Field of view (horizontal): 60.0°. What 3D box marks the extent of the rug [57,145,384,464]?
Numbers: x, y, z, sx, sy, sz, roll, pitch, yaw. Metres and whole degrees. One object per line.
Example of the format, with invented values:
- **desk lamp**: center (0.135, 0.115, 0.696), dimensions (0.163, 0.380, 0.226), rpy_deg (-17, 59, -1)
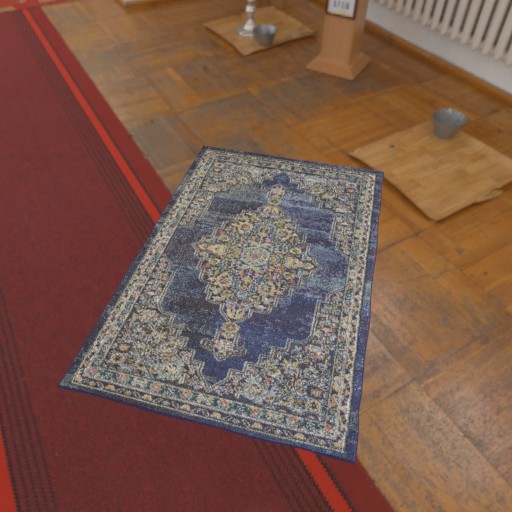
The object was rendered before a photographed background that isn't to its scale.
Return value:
- **rug**: center (0.000, 0.000, 2.248), dimensions (1.184, 0.012, 1.781), rpy_deg (11, 48, 10)
